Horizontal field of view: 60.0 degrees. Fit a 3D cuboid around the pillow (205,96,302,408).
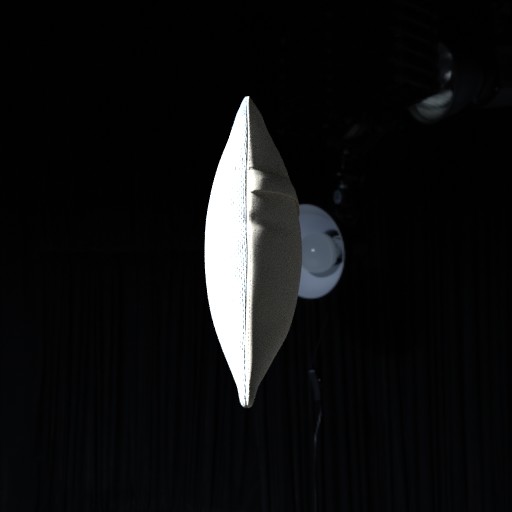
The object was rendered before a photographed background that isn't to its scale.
[{"bbox_3d":[0.000,0.000,0.726,0.148,0.307,0.604,0,-1,2],"label":"pillow"}]
